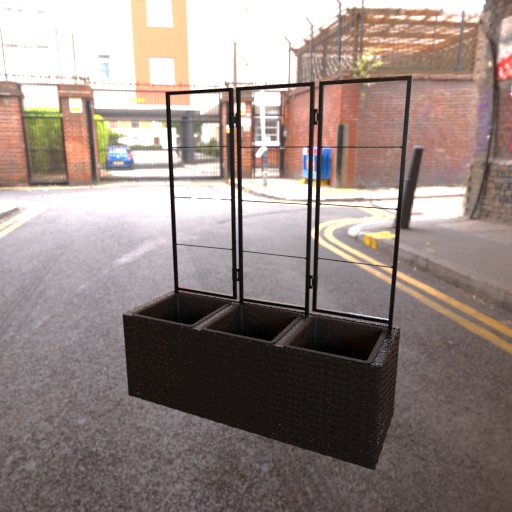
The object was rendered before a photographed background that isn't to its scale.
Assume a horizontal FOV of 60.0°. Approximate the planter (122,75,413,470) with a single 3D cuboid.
[{"bbox_3d":[0.000,0.000,1.122,0.698,0.841,0.244,7,15,25],"label":"planter"}]
